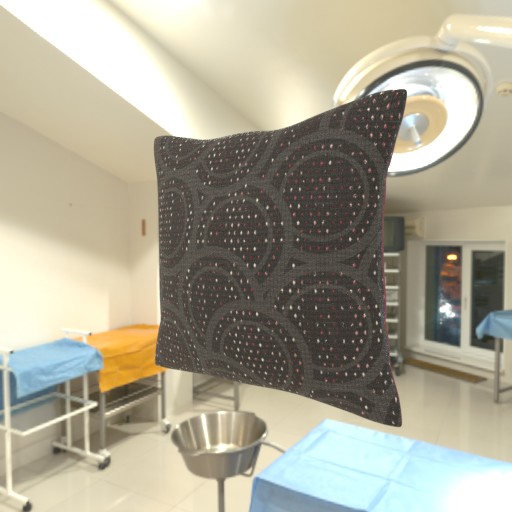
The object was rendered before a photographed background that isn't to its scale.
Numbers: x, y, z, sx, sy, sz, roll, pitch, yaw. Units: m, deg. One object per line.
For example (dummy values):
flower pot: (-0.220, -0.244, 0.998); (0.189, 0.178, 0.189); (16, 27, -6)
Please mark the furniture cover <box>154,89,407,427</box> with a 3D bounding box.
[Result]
furniture cover: (0.000, 0.000, 0.824); (0.552, 0.509, 0.193); (2, 3, 36)
